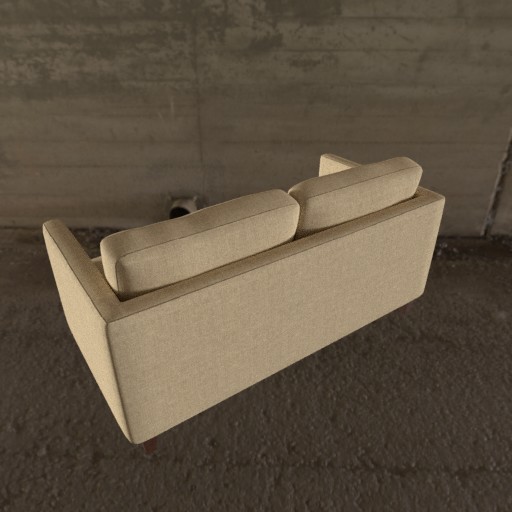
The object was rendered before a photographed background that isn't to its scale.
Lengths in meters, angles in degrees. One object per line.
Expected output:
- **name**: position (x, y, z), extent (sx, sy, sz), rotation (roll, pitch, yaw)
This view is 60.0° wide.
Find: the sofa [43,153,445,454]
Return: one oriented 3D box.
- **sofa**: position (0.000, 0.000, 2.378), extent (1.884, 0.963, 0.950), rotation (-20, 36, -29)
